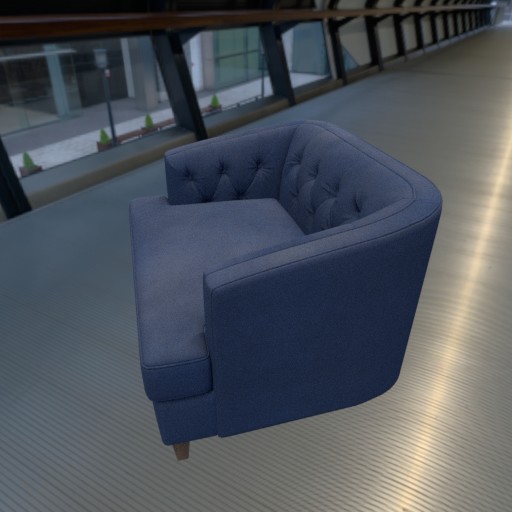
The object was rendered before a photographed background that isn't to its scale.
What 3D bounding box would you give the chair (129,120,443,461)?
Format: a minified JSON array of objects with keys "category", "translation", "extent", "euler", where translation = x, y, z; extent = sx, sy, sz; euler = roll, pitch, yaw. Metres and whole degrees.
[{"category":"chair","translation":[0.000,0.000,1.703],"extent":[0.914,0.787,1.118],"euler":[-8,32,-13]}]
